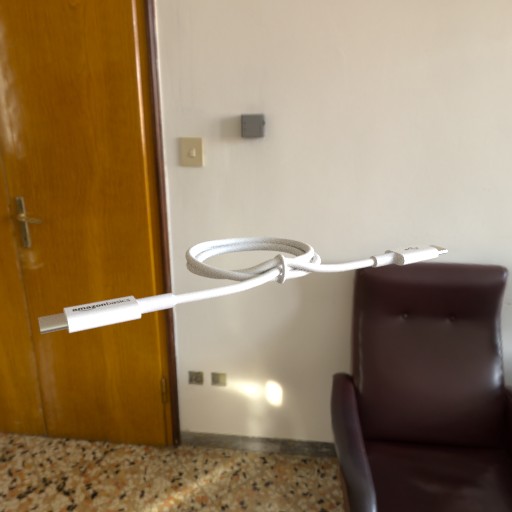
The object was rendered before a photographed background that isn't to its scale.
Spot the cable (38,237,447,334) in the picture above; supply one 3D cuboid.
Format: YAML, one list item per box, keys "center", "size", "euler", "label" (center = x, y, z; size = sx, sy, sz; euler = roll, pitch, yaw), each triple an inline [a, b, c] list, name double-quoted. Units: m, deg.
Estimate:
- center: [0.000, 0.000, 0.224]
  size: [0.203, 0.014, 0.070]
  euler: [-9, 19, -27]
  label: "cable"
